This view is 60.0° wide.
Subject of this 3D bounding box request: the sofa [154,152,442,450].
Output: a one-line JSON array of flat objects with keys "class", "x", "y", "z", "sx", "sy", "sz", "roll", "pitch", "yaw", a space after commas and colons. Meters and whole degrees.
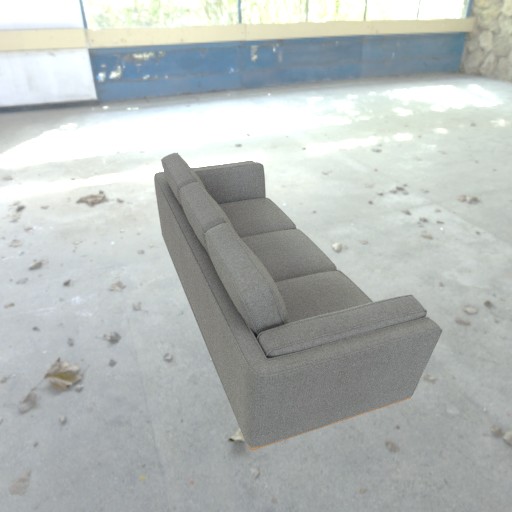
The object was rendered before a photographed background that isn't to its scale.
[{"class": "sofa", "x": 0.000, "y": 0.000, "z": 2.839, "sx": 0.903, "sy": 0.899, "sz": 2.362, "roll": -11, "pitch": 33, "yaw": -17}]
